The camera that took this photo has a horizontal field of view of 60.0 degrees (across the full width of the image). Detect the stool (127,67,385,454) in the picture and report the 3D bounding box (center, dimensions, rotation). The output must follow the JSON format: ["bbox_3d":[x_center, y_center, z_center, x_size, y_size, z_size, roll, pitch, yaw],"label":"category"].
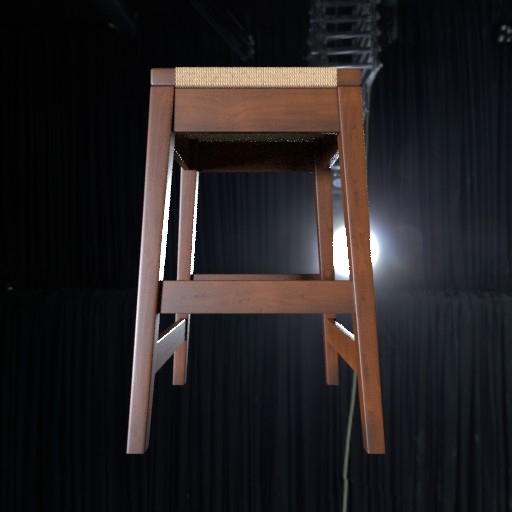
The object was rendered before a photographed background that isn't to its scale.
[{"bbox_3d":[0.000,0.000,1.105,0.497,0.762,0.507,0,-1,0],"label":"stool"}]
